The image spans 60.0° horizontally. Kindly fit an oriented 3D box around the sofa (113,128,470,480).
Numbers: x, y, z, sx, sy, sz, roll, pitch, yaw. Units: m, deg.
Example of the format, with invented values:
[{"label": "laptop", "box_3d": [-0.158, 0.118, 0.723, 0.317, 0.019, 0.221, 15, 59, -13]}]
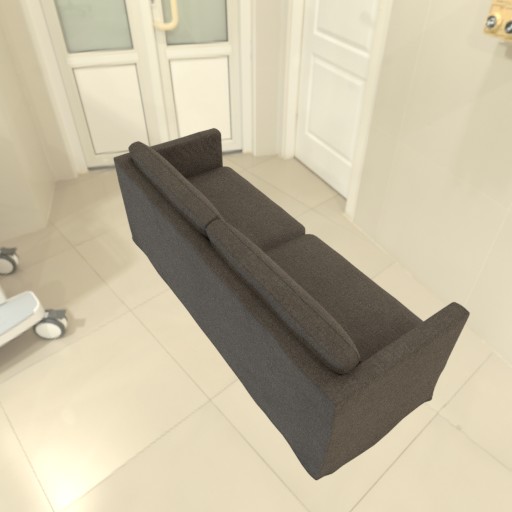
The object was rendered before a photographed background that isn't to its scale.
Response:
[{"label": "sofa", "box_3d": [0.000, 0.000, 3.273, 1.036, 0.998, 2.779, -24, 47, -25]}]
